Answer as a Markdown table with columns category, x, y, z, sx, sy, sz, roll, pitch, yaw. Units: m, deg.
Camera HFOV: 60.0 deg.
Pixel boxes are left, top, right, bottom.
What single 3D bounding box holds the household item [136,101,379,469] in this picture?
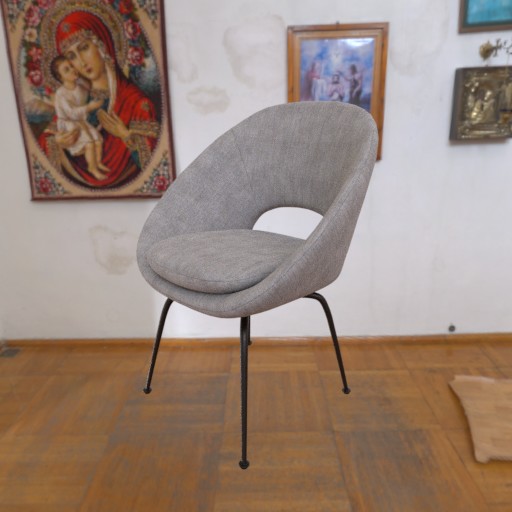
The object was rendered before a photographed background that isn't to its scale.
| category | x | y | z | sx | sy | sz | roll | pitch | yaw |
| --- | --- | --- | --- | --- | --- | --- | --- | --- | --- |
| household item | 0.000 | 0.000 | 1.293 | 0.587 | 0.869 | 0.643 | -16 | 23 | -42 |
